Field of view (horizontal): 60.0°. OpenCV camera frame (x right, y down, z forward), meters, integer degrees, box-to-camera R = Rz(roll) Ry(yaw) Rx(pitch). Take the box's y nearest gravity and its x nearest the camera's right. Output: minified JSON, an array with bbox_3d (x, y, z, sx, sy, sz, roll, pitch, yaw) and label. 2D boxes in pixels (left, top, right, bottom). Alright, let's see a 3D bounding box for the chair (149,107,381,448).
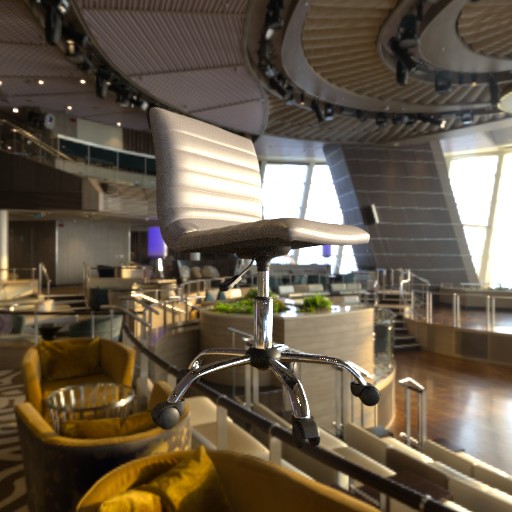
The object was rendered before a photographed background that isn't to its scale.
[{"bbox_3d":[0.000,0.000,1.140,0.542,0.750,0.569,0,0,37],"label":"chair"}]
